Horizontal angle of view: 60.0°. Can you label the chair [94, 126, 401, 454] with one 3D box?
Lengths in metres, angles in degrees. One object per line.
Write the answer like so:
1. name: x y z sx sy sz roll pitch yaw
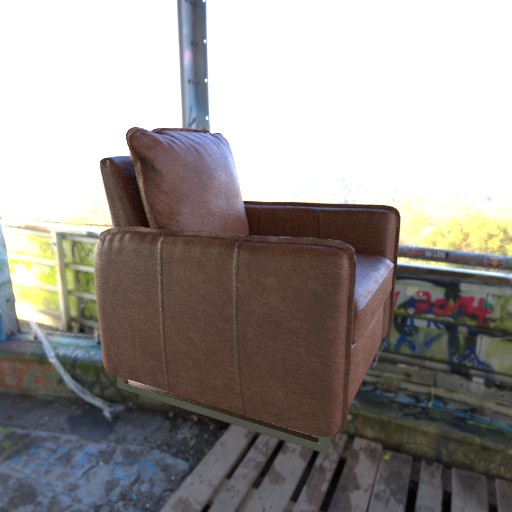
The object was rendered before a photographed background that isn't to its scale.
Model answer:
1. chair: 0.000 0.000 1.643 0.922 0.922 0.830 7 16 25
